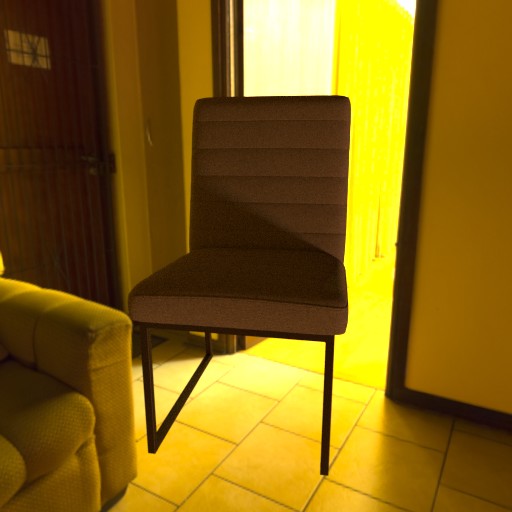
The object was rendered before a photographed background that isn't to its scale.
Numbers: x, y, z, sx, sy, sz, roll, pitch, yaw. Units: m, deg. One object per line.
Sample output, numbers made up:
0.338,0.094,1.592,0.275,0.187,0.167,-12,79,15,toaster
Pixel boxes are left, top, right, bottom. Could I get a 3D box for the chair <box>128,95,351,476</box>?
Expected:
0.000,0.000,1.283,0.520,0.930,0.634,2,14,10,chair
